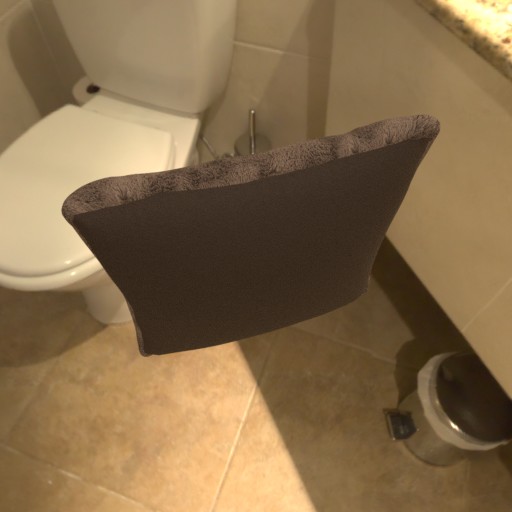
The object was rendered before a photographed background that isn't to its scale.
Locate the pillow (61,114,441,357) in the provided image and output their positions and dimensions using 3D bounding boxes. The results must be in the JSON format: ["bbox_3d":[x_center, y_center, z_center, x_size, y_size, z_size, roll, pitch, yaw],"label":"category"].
[{"bbox_3d":[0.000,0.000,0.786,0.522,0.520,0.204,-14,59,-9],"label":"pillow"}]
